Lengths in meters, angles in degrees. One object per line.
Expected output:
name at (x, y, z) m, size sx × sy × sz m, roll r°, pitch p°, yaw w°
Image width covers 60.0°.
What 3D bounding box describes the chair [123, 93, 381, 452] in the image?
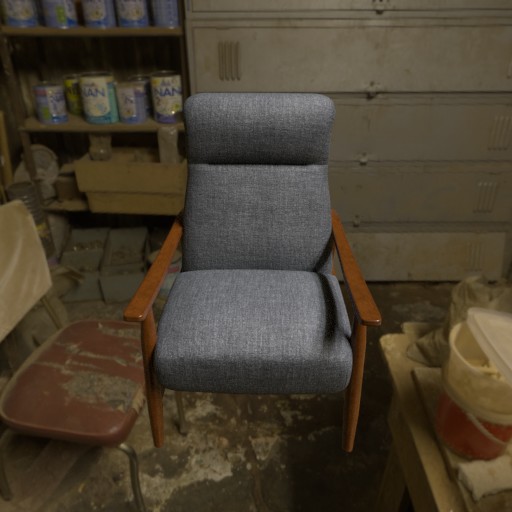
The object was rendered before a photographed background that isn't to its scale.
chair at (0.000, 0.000, 1.778) m, size 0.762 × 1.082 × 1.030 m, roll 1°, pitch 30°, yaw 1°
